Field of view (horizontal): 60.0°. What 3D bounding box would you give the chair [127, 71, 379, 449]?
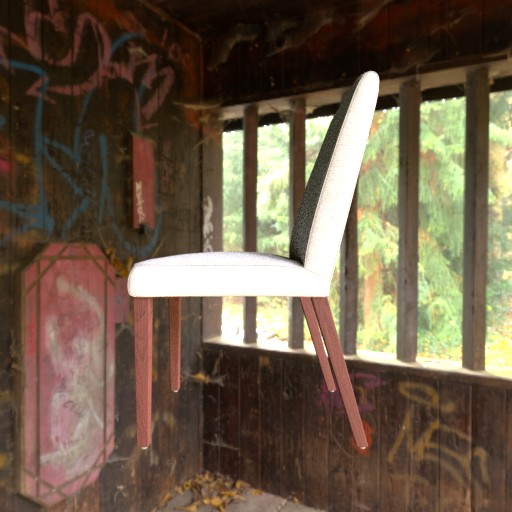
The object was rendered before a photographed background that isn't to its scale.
[{"bbox_3d":[0.000,0.000,1.249,0.594,0.900,0.480,0,1,0],"label":"chair"}]
